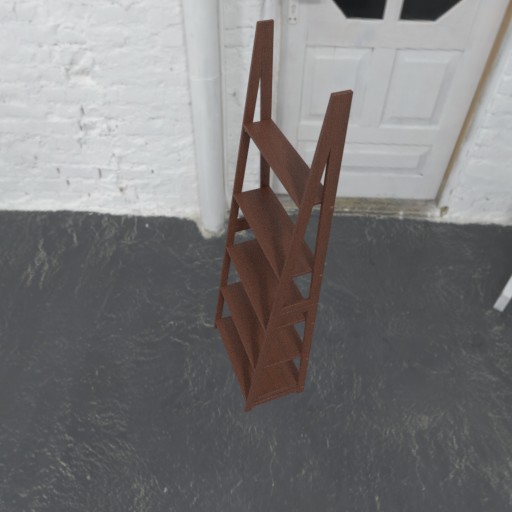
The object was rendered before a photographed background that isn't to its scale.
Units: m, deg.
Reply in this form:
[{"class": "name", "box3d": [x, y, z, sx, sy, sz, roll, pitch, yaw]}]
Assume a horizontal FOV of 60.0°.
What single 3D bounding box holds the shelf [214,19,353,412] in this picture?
[{"class": "shelf", "box3d": [0.000, 0.000, 2.009, 0.350, 1.770, 0.600, -15, 48, -14]}]
